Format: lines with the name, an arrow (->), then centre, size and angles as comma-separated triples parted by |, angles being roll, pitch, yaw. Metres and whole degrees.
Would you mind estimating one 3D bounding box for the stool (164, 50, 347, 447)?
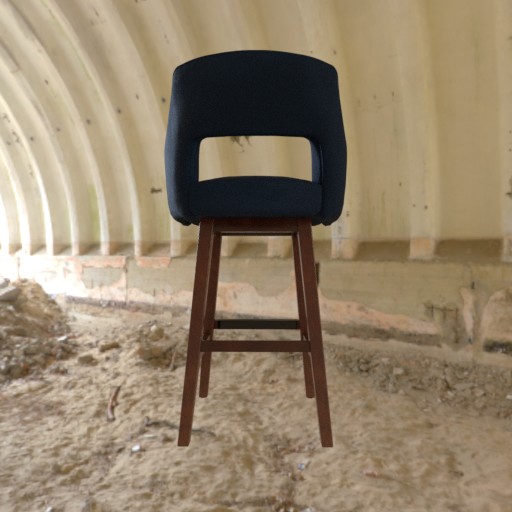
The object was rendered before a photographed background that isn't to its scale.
stool -> 0.000, 0.000, 1.386 | 0.550, 1.041, 0.560 | 0, 0, 1
